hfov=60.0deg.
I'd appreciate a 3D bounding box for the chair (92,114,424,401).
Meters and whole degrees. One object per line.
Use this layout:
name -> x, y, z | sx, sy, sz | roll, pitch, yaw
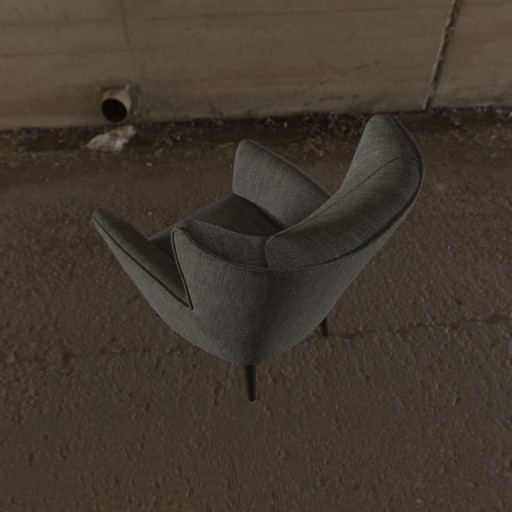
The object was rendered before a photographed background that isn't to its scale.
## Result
chair -> 0.000, 0.000, 1.552 | 0.781, 0.933, 0.888 | -33, 54, -29
